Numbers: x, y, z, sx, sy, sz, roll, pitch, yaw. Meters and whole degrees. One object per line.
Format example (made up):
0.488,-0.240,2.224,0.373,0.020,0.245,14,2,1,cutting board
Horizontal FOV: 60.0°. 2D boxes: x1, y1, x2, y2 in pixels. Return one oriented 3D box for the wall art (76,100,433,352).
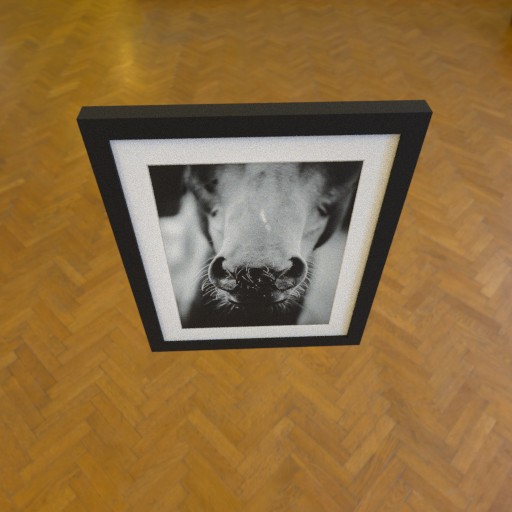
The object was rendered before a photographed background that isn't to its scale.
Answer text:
0.000,0.000,0.781,0.457,0.559,0.033,-2,47,-2,wall art
